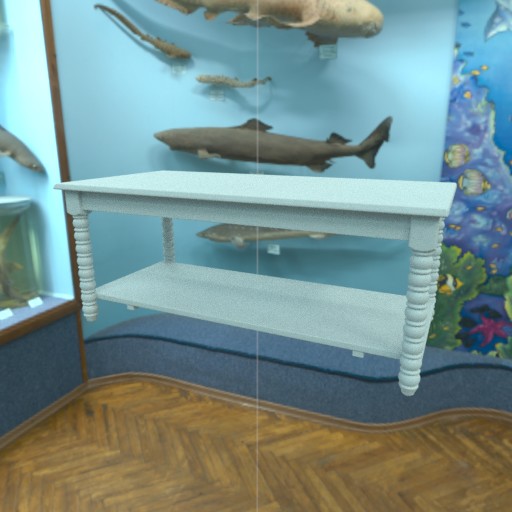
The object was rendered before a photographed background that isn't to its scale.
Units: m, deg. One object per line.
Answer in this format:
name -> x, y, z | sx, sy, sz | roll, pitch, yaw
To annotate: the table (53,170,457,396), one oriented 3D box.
table -> 0.000, 0.000, 1.490 | 1.171, 0.487, 0.580 | 7, 17, 24
